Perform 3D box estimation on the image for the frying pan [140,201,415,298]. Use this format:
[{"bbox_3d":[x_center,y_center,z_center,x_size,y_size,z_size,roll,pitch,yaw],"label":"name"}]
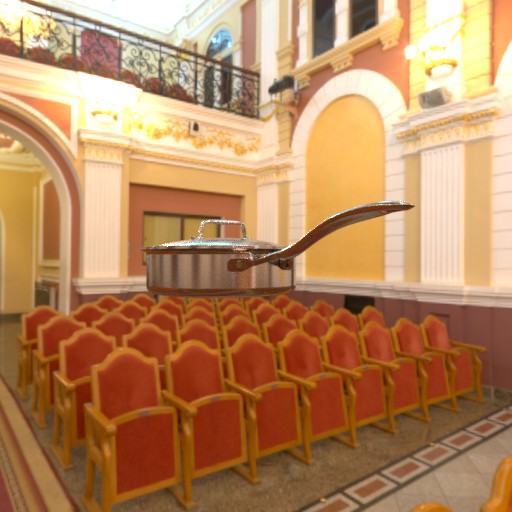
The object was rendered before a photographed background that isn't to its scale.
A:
[{"bbox_3d":[0.000,0.000,0.610,0.245,0.111,0.492,0,0,-36],"label":"frying pan"}]
